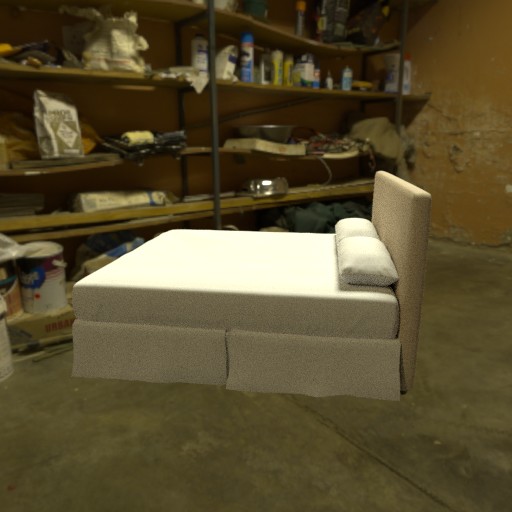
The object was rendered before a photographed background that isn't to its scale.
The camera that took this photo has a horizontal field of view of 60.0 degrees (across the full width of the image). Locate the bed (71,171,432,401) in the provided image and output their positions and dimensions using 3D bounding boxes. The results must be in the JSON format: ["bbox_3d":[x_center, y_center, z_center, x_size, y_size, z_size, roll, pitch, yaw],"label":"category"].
[{"bbox_3d":[0.000,0.000,3.718,2.319,1.317,2.119,2,14,9],"label":"bed"}]
